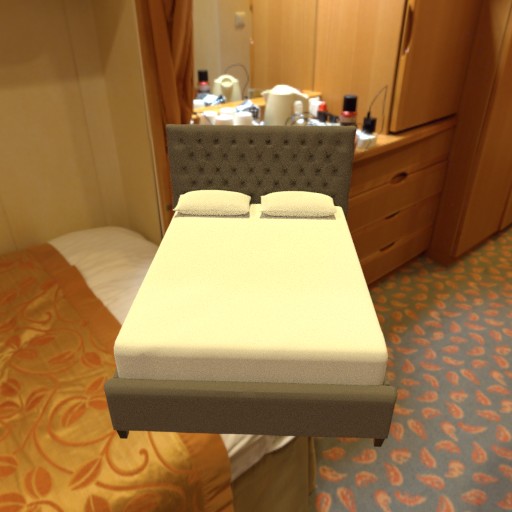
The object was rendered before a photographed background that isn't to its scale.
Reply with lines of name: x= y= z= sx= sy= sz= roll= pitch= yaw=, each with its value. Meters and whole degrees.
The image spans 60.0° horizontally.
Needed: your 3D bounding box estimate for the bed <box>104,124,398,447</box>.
bed: x=0.000 y=0.000 z=3.333 sx=1.696 sy=1.426 sz=2.233 roll=1 pitch=30 yaw=2
